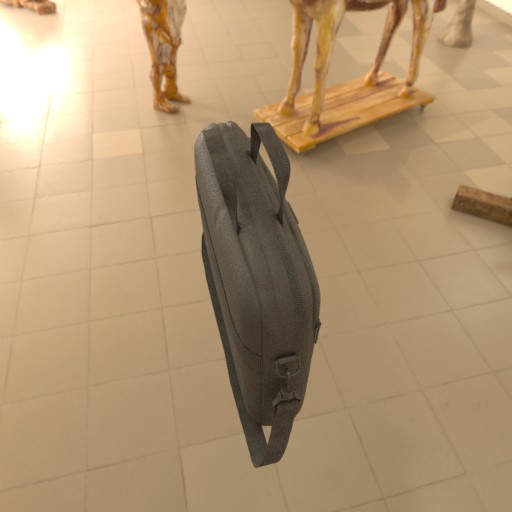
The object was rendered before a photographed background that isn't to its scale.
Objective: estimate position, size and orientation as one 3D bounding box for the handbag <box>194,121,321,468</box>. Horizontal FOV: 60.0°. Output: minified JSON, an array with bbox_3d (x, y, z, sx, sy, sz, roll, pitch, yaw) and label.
[{"bbox_3d":[0.000,0.000,0.434,0.089,0.244,0.320,-10,47,-10],"label":"handbag"}]
